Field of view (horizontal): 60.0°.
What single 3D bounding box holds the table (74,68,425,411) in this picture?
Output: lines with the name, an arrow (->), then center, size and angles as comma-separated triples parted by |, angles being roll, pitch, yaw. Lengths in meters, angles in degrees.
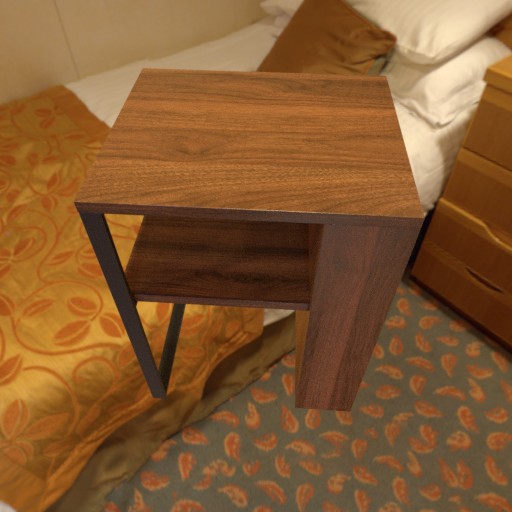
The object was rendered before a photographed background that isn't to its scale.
table -> 0.000, 0.000, 1.594 | 0.786, 1.041, 0.660 | 3, 48, 3
